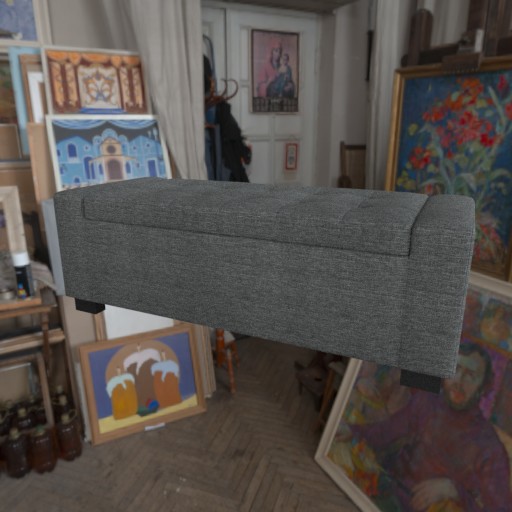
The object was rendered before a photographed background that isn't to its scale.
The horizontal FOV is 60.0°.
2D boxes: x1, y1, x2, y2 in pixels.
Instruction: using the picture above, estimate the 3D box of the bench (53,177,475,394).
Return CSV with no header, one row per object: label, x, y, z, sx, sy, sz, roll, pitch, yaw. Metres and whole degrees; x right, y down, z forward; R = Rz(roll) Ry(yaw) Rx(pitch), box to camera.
bench,0.000,0.000,1.505,1.296,0.445,0.508,8,18,24
